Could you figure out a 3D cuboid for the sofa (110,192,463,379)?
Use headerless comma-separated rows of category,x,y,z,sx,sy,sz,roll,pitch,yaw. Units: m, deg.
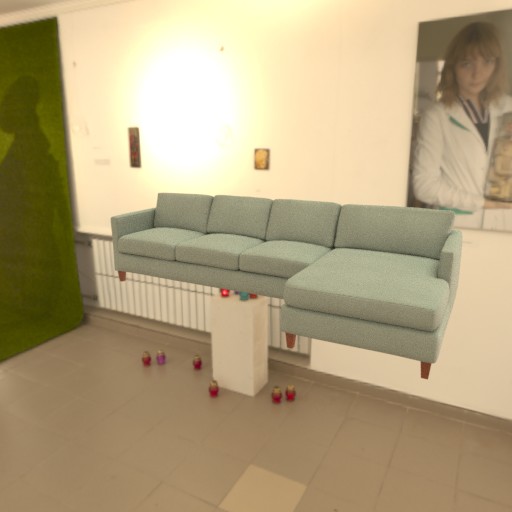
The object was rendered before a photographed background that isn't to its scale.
sofa,0.000,0.000,4.192,3.471,0.950,1.604,7,16,27
